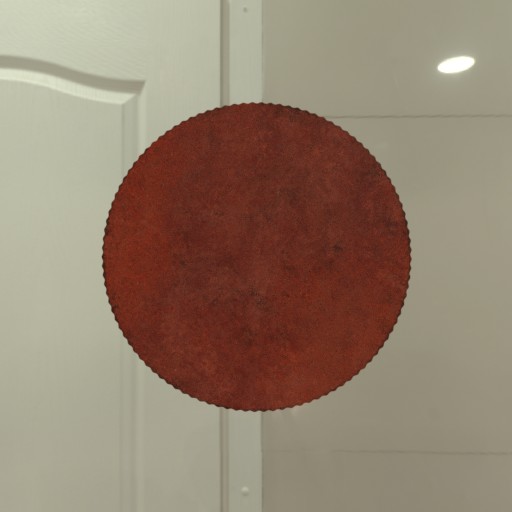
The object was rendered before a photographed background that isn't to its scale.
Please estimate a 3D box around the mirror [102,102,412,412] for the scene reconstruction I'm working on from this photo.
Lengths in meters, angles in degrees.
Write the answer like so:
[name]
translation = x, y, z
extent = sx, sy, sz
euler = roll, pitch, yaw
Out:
[mirror]
translation = 0.000, 0.000, 0.896
extent = 0.609, 0.609, 0.056
euler = 0, -1, 1
